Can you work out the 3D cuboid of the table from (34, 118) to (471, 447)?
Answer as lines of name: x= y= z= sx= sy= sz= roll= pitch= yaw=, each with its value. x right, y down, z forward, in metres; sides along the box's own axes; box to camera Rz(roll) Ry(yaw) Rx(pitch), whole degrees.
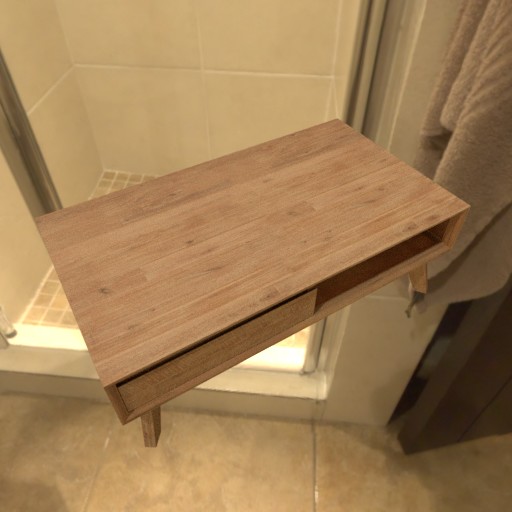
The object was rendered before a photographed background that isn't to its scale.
table: x=0.000 y=0.000 z=2.070 sx=1.619 sy=0.531 sz=0.918 roll=-24 pitch=50 yaw=-22
